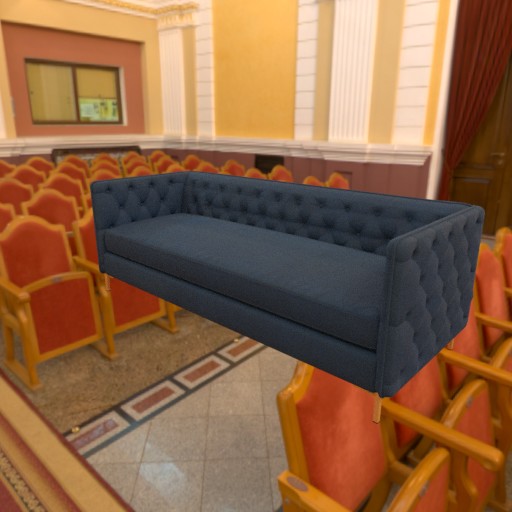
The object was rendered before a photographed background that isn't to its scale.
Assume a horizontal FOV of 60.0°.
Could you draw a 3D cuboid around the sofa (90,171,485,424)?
[{"bbox_3d":[0.000,0.000,2.600,2.209,0.771,0.895,15,23,40],"label":"sofa"}]
